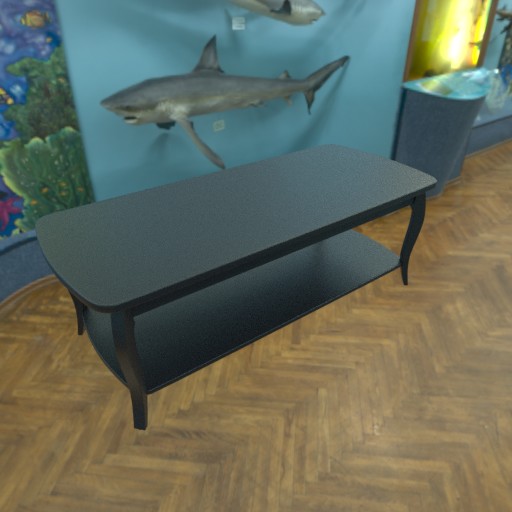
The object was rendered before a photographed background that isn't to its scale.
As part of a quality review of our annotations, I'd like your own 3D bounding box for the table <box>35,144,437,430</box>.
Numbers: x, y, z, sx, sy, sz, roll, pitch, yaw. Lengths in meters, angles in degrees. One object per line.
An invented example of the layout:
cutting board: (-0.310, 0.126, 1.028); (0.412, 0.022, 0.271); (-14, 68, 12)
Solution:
table: (0.000, 0.000, 1.594); (1.333, 0.457, 0.571); (-21, 37, -31)
